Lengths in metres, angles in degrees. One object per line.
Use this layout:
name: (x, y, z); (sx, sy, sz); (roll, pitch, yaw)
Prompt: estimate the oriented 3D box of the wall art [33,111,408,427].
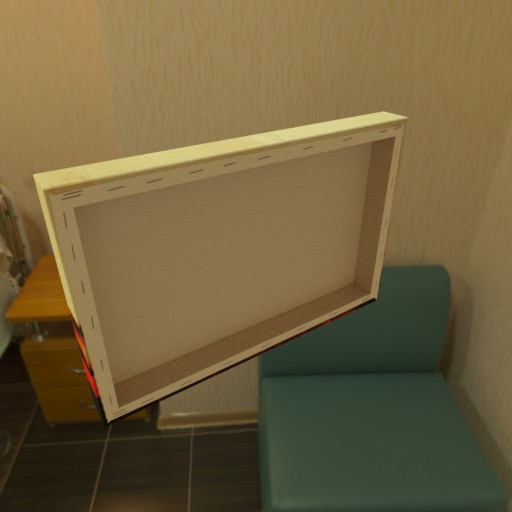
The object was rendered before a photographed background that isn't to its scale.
wall art: (0.000, 0.000, 0.478); (0.383, 0.251, 0.037); (-19, 35, -29)
